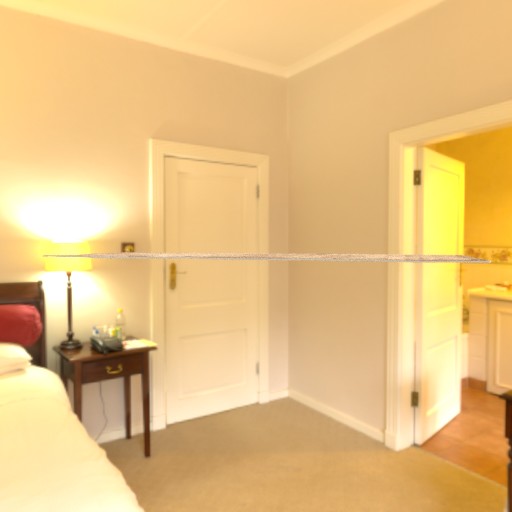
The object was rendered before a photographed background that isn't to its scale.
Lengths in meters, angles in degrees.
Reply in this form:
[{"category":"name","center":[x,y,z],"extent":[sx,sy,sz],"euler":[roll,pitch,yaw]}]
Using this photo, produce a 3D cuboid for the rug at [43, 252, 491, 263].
[{"category":"rug","center":[0.000,0.000,2.655],"extent":[2.383,0.018,0.857],"euler":[1,2,18]}]
